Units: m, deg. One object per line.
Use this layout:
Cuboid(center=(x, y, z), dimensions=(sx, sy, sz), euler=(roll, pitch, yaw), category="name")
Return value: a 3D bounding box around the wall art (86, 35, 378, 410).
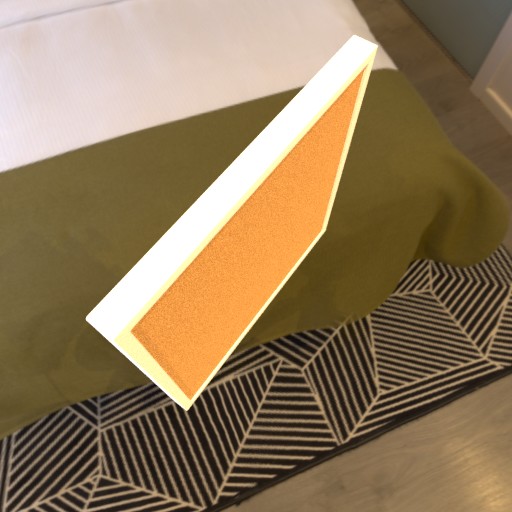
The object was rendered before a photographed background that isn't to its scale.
Cuboid(center=(0.000, 0.000, 0.742), dimensions=(0.038, 0.508, 0.508), euler=(33, 68, 15), category="wall art")
